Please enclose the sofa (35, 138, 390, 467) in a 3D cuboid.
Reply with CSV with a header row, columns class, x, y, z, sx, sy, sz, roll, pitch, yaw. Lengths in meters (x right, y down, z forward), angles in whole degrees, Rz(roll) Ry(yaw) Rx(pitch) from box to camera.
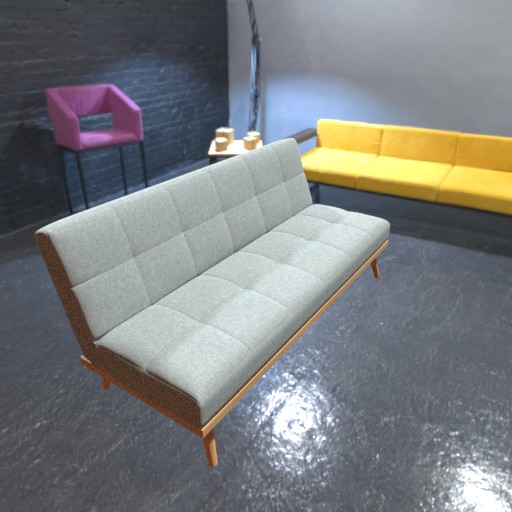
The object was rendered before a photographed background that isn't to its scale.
class,x,y,z,sx,sy,sz,roll,pitch,yaw
sofa,0.000,0.000,2.263,0.800,0.800,1.820,18,32,30
